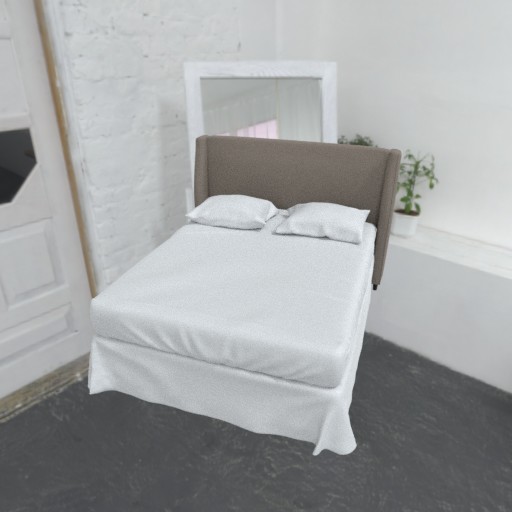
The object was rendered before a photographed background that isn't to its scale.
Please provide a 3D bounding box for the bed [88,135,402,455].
[{"bbox_3d":[0.000,0.000,3.453,1.925,1.332,2.276,9,28,16],"label":"bed"}]
